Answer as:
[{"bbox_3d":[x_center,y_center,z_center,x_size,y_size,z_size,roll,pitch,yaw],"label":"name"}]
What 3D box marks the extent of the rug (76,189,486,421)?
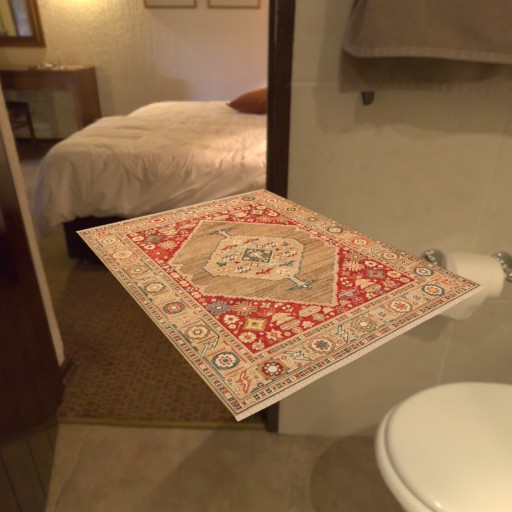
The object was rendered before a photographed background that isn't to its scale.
[{"bbox_3d":[0.000,0.000,4.176,2.451,0.008,3.143,-18,32,-31],"label":"rug"}]
